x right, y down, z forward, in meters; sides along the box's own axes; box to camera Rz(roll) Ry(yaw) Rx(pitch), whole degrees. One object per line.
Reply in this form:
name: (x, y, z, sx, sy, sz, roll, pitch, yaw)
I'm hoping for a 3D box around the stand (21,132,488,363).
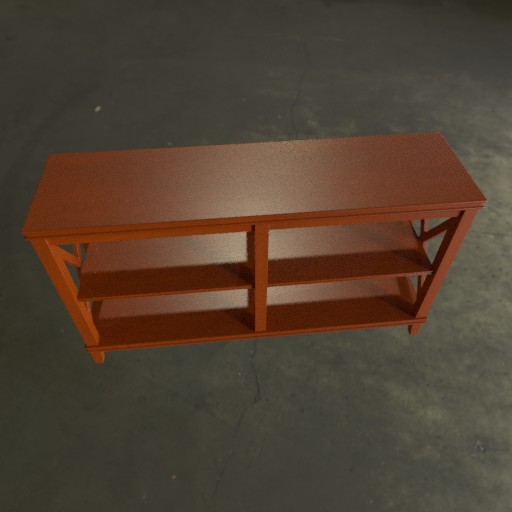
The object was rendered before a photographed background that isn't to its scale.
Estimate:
stand: (0.000, 0.000, 1.701, 1.372, 0.762, 0.381, -4, 48, -4)
